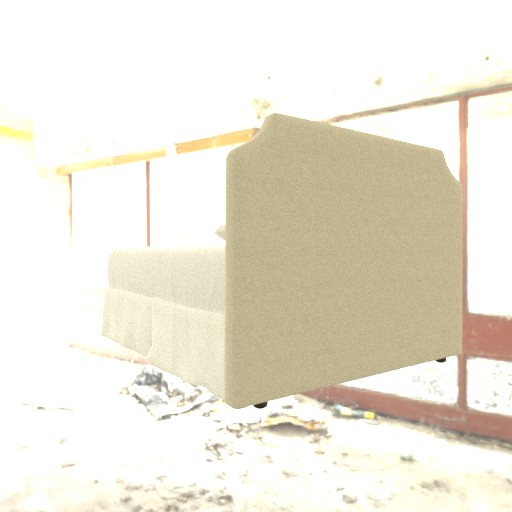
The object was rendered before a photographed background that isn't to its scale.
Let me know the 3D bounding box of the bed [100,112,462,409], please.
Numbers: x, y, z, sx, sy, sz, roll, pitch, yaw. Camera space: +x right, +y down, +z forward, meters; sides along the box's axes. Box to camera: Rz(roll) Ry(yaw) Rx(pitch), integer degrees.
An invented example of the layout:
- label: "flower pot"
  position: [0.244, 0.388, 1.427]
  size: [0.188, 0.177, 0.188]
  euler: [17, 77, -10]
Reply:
- label: "bed"
  position: [0.000, 0.000, 3.135]
  size: [1.693, 1.290, 2.116]
  euler: [-1, 1, -35]
